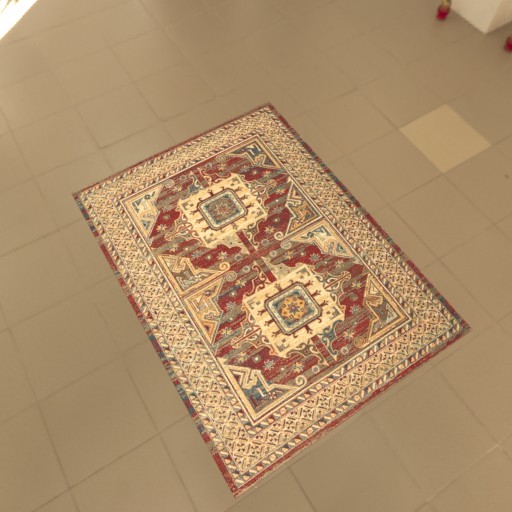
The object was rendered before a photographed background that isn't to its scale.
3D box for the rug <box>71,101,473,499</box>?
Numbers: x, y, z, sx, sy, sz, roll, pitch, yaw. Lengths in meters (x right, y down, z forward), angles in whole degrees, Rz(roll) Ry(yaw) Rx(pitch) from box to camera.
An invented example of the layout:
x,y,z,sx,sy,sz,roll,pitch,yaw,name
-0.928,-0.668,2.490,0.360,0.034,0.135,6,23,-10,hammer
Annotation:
x,y,z,sx,sy,sz,roll,pitch,yaw,name
0.000,0.000,4.134,2.381,0.013,3.197,-29,66,-14,rug
